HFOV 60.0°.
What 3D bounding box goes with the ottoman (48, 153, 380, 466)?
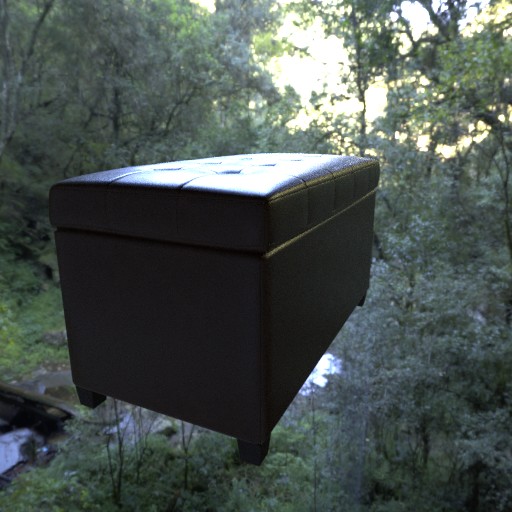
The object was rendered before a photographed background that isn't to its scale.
[{"bbox_3d":[0.000,0.000,1.101,0.432,0.470,0.838,8,18,24],"label":"ottoman"}]
